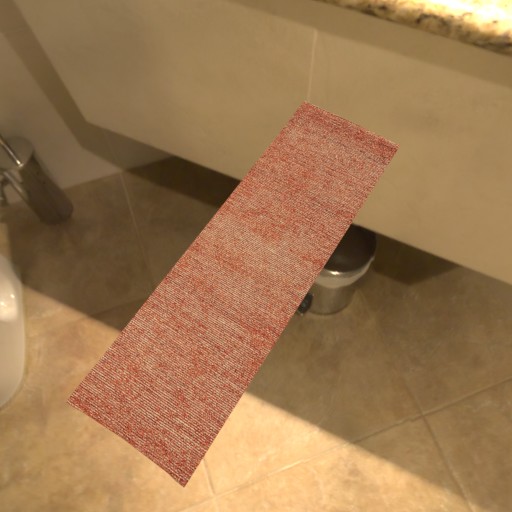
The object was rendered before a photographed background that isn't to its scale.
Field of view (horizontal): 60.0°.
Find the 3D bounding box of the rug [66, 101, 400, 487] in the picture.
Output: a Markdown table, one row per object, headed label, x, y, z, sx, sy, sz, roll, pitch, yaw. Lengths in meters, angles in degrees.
| label | x | y | z | sx | sy | sz | roll | pitch | yaw |
| --- | --- | --- | --- | --- | --- | --- | --- | --- | --- |
| rug | 0.000 | 0.000 | 2.526 | 0.718 | 0.013 | 2.353 | 30 | 68 | 13 |
